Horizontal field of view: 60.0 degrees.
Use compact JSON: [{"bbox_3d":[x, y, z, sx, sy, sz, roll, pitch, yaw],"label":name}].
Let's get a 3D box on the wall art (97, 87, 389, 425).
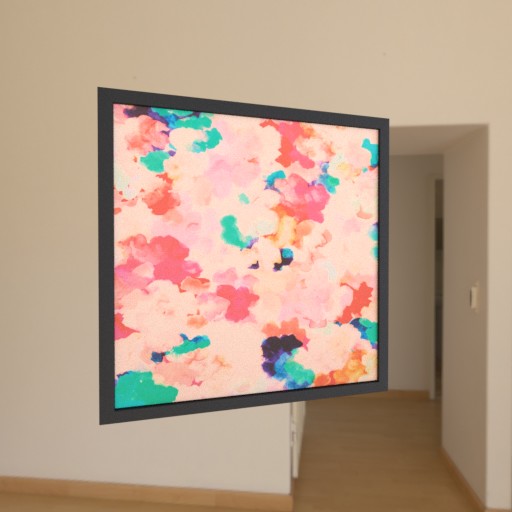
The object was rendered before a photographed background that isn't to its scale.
[{"bbox_3d":[0.000,0.000,0.756,0.506,0.503,0.036,0,1,-18],"label":"wall art"}]
